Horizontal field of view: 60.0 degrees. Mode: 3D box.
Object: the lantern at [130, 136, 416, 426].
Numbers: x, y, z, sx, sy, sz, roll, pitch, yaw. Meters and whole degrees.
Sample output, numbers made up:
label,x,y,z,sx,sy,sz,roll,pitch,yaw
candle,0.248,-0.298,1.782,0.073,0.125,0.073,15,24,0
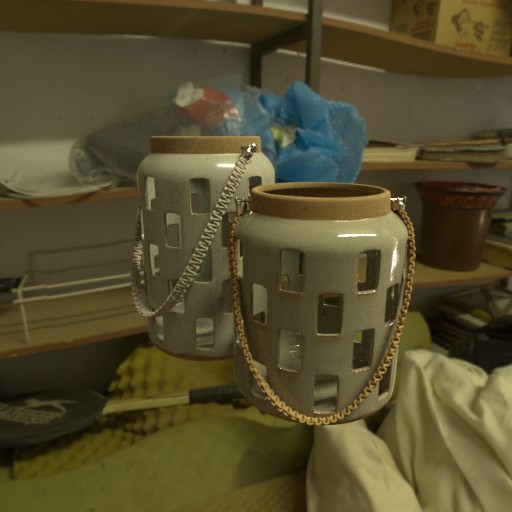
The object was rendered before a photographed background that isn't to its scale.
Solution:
label,x,y,z,sx,sy,sz,roll,pitch,yaw
lantern,0.000,0.000,0.490,0.347,0.255,0.184,15,21,43
